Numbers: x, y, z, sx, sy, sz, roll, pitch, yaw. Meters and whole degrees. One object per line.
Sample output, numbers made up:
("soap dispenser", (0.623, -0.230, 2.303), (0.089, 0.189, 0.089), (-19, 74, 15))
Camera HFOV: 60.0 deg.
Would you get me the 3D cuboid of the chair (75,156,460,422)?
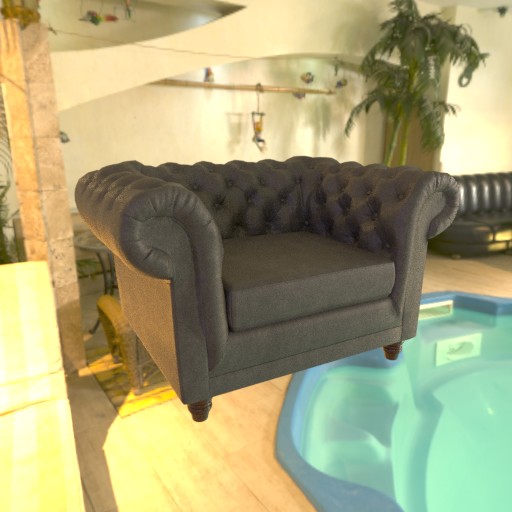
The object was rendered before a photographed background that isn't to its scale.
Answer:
("chair", (0.000, 0.000, 1.856), (1.298, 0.780, 0.943), (-8, 17, -28))
